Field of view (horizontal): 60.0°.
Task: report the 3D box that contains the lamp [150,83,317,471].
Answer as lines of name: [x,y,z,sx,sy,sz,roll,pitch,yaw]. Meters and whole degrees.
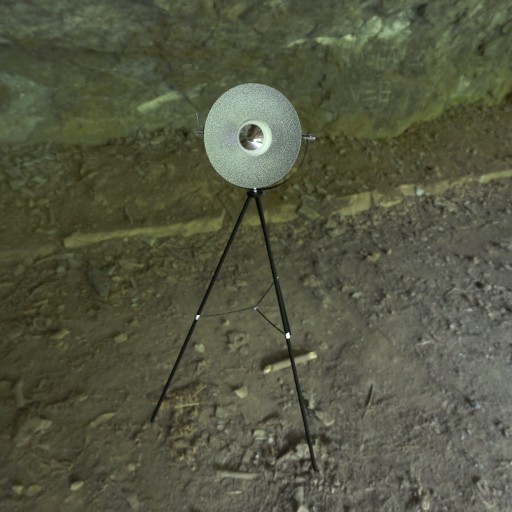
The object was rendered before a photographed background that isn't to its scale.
lamp: [0.000,0.000,2.053,0.817,1.512,0.920,8,28,15]
